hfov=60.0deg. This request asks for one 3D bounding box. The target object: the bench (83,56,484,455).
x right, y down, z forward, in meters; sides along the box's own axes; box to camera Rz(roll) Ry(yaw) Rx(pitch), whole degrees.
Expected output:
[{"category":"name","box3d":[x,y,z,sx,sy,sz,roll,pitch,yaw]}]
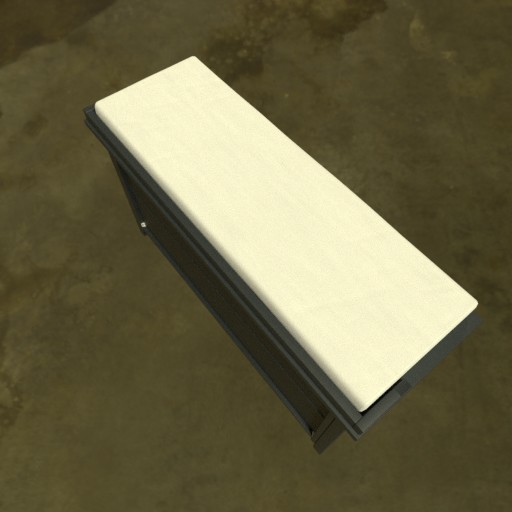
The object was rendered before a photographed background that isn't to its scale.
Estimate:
[{"category":"bench","box3d":[0.000,0.000,1.178,0.345,0.561,0.973,-35,65,-18]}]
